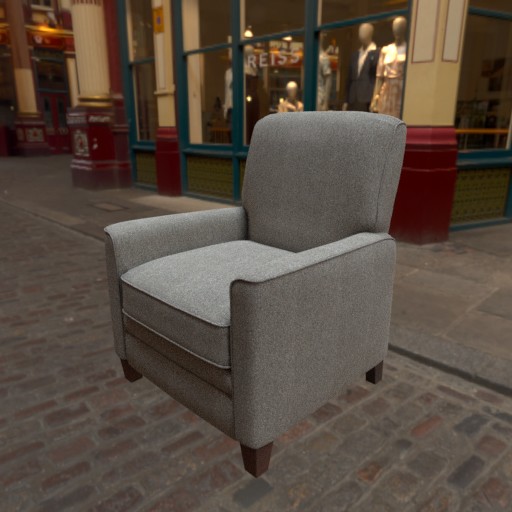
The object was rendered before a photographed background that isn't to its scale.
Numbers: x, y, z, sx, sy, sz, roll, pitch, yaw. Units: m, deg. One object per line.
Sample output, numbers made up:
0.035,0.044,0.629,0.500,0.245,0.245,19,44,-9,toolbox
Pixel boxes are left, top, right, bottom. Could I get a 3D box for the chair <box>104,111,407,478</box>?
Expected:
0.000,0.000,1.645,0.841,1.028,0.858,16,23,42,chair
